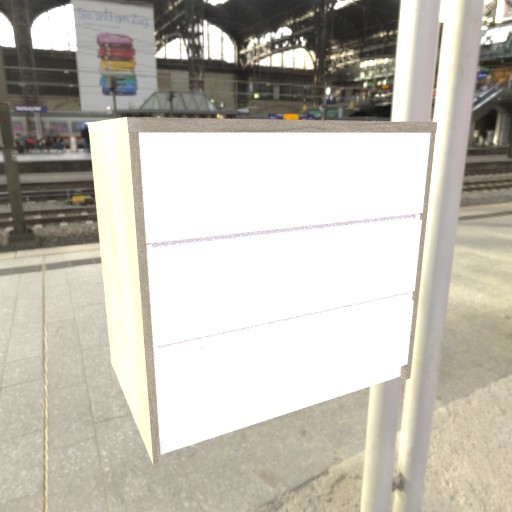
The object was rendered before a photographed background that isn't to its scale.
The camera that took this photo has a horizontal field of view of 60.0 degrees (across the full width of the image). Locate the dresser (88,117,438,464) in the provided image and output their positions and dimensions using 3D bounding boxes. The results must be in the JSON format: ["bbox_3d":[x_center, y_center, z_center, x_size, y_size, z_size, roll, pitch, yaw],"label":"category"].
[{"bbox_3d":[0.000,0.000,1.322,0.809,0.762,0.529,-8,17,-26],"label":"dresser"}]
